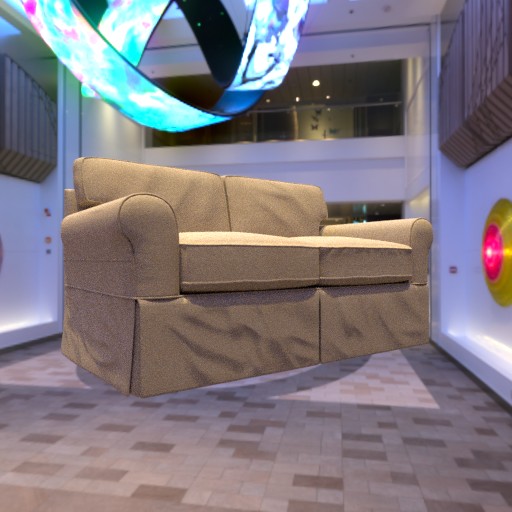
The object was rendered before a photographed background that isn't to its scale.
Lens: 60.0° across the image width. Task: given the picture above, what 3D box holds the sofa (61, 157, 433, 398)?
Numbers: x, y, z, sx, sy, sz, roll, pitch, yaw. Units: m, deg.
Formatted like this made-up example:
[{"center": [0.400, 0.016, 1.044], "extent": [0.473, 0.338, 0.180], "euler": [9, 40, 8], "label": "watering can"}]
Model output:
[{"center": [0.000, 0.000, 2.264], "extent": [1.727, 0.940, 0.991], "euler": [0, 0, -36], "label": "sofa"}]
